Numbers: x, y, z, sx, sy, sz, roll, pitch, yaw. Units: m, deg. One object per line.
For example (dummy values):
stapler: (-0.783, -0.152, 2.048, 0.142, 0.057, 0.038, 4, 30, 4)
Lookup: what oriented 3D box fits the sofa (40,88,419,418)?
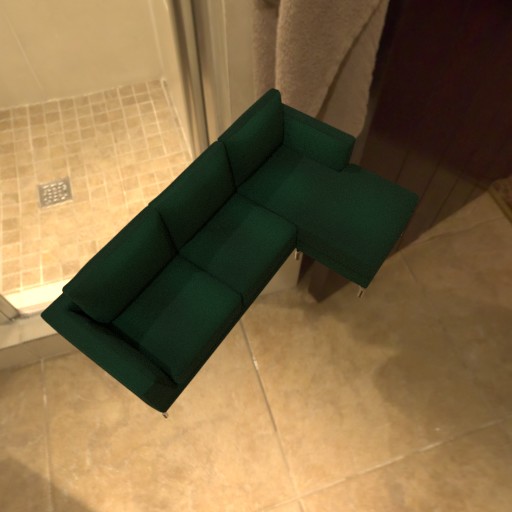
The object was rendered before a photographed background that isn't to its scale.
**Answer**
sofa: (0.000, 0.000, 3.164, 1.489, 1.007, 2.441, 31, 63, 18)
